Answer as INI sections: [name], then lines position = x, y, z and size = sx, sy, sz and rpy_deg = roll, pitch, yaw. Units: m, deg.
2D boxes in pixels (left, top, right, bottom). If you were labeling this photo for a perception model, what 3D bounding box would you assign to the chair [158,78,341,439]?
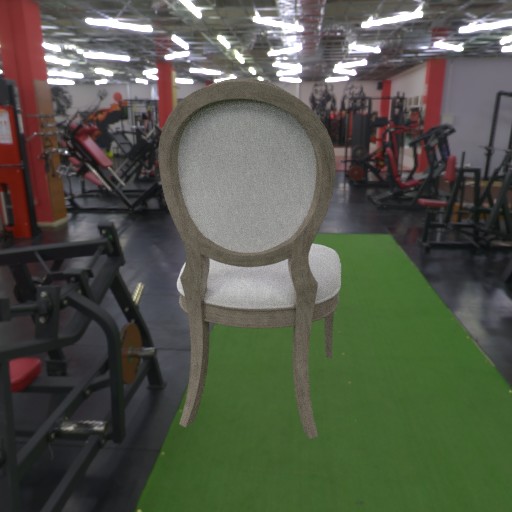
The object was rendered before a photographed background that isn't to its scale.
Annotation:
[chair]
position = 0.000, 0.000, 1.385
size = 0.558, 0.990, 0.602
rpy_deg = 2, 17, 7
